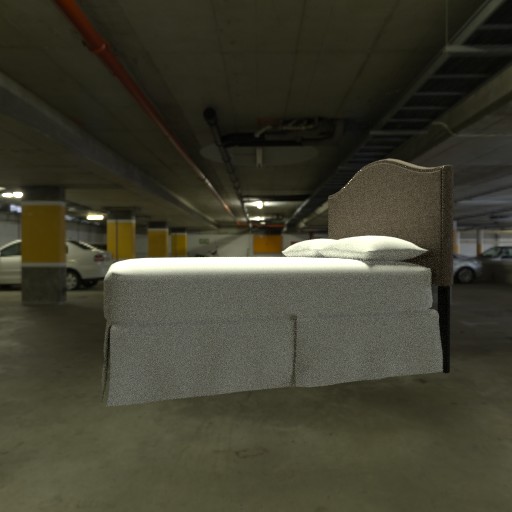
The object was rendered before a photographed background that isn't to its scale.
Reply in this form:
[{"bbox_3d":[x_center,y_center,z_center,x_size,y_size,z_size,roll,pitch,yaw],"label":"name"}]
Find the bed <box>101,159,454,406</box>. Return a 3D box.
[{"bbox_3d":[0.000,0.000,3.286,2.153,1.518,1.713,0,0,-17],"label":"bed"}]
